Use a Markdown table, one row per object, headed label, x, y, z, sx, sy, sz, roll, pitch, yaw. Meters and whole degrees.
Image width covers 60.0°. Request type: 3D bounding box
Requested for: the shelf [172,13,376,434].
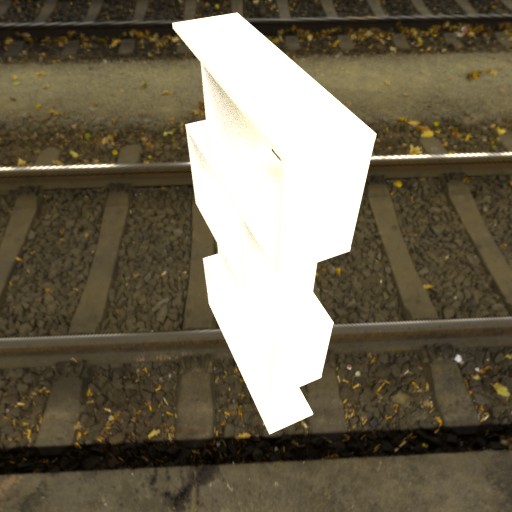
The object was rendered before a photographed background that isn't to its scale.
| label | x | y | z | sx | sy | sz | roll | pitch | yaw |
| --- | --- | --- | --- | --- | --- | --- | --- | --- | --- |
| shelf | 0.000 | 0.000 | 1.928 | 0.250 | 1.650 | 0.890 | -18 | 50 | -16 |
